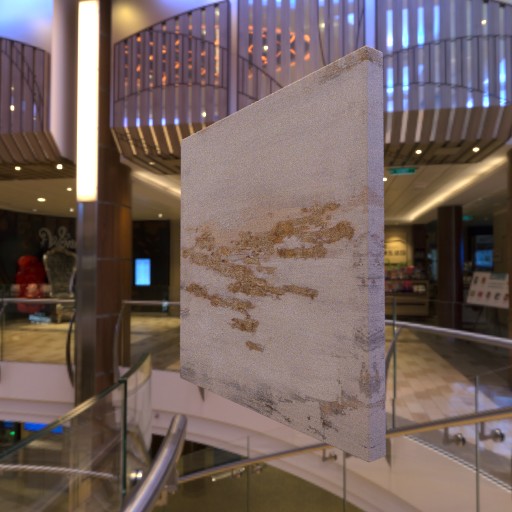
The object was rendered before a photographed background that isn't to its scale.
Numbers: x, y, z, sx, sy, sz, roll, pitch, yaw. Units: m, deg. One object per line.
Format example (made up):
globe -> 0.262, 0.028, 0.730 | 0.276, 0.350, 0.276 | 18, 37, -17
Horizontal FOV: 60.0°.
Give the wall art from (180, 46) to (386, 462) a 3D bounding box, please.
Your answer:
wall art -> 0.000, 0.000, 0.908 | 0.040, 0.613, 0.611 | 1, -2, -36
